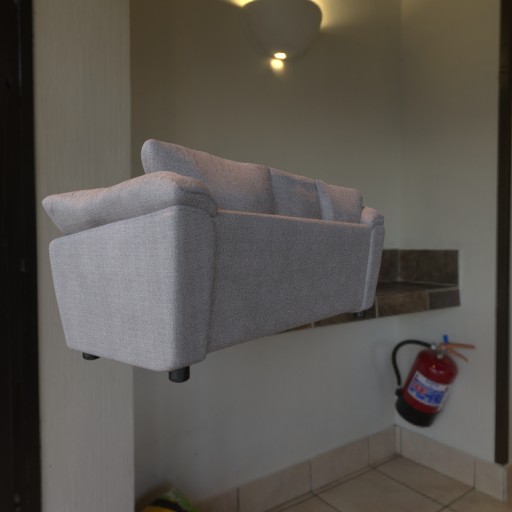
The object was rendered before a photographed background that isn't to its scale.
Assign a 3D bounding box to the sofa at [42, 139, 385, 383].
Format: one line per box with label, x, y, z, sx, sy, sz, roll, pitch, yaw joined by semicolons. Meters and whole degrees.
sofa;0.000;0.000;2.778;0.878;0.996;2.334;1;2;36
